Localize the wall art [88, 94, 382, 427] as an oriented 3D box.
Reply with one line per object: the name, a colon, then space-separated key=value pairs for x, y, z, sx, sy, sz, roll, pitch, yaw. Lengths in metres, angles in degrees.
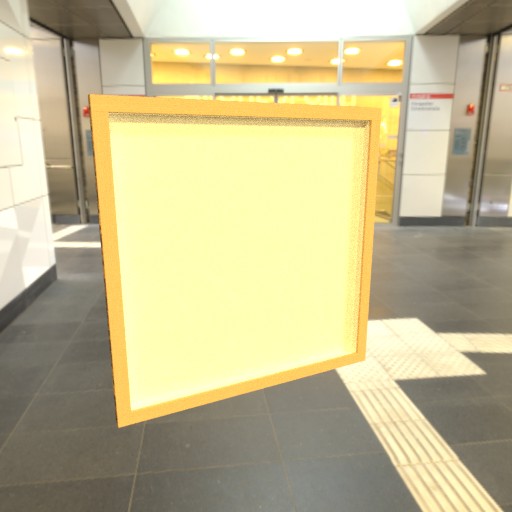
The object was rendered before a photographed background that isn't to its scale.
wall art: x=0.000 y=0.000 z=1.388 sx=0.914 sy=0.914 sz=0.038 roll=-7 pitch=16 yaw=-26
